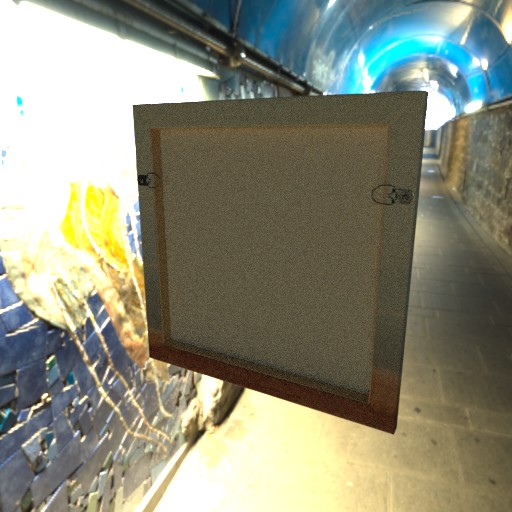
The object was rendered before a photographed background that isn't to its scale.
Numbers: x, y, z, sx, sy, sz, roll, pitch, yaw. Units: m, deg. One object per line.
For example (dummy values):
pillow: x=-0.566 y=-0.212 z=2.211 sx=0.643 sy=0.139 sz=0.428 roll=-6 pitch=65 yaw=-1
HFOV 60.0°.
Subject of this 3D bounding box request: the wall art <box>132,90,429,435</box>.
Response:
wall art: x=0.000 y=0.000 z=0.903 sx=0.605 sy=0.605 sz=0.034 roll=8 pitch=17 yaw=29
